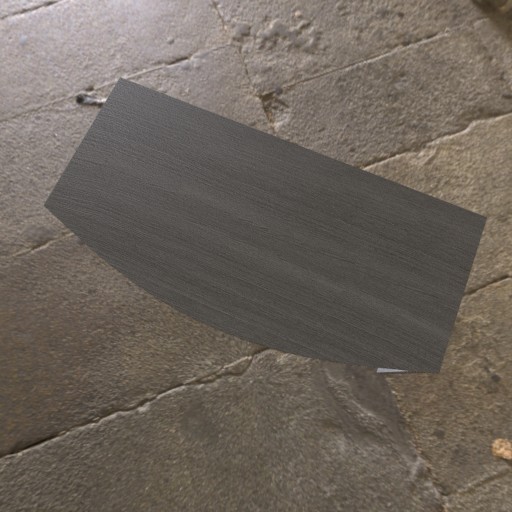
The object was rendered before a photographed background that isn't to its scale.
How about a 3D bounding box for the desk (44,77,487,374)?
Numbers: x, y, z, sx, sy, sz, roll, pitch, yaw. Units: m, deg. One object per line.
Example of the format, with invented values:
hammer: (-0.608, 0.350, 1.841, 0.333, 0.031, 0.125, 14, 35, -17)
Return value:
desk: (0.000, 0.000, 2.058, 1.600, 0.750, 0.802, 23, 76, 6)
